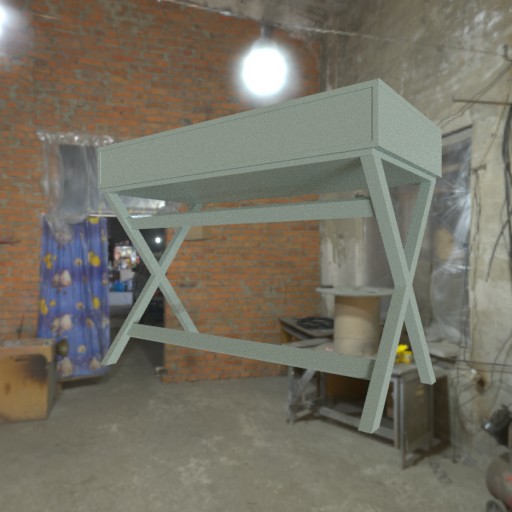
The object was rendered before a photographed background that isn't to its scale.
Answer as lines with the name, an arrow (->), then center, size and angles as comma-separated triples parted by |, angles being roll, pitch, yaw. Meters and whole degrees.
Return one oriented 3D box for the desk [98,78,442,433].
desk -> 0.000, 0.000, 1.488 | 1.059, 0.780, 0.509 | 0, 0, 37
